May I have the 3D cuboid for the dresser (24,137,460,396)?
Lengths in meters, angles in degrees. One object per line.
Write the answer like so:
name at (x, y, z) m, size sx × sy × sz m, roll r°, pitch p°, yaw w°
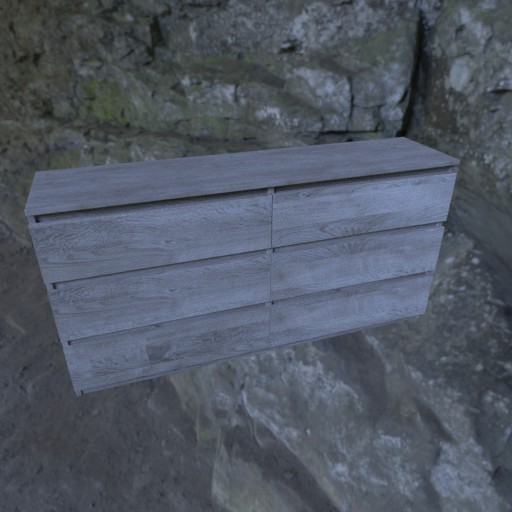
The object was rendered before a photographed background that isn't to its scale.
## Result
dresser at (0.000, 0.000, 1.893) m, size 1.590 × 0.795 × 0.390 m, roll -9°, pitch 31°, yaw -16°
